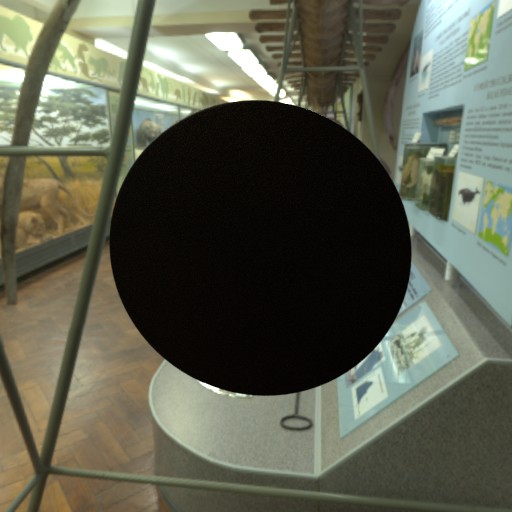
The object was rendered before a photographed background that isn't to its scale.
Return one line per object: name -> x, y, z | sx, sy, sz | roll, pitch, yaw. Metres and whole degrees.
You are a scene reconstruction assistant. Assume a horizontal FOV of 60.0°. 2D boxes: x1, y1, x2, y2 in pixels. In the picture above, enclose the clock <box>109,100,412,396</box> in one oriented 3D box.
clock -> 0.000, 0.000, 0.475 | 0.314, 0.314, 0.040 | 2, 15, 8
